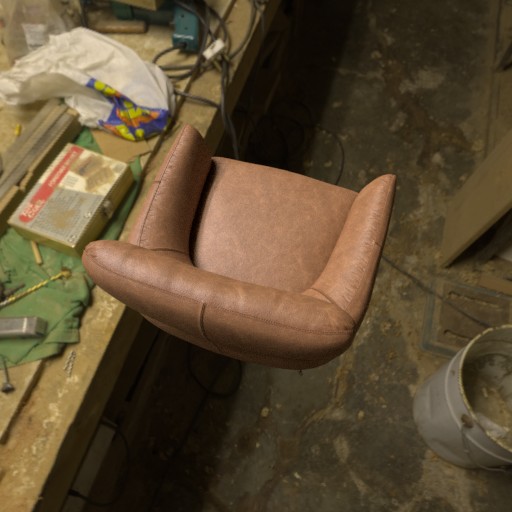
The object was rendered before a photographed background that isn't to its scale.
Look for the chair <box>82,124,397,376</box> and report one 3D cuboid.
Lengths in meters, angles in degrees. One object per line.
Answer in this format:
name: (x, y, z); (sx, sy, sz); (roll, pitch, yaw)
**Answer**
chair: (0.000, 0.000, 1.344); (0.706, 0.812, 0.715); (16, 64, 8)
